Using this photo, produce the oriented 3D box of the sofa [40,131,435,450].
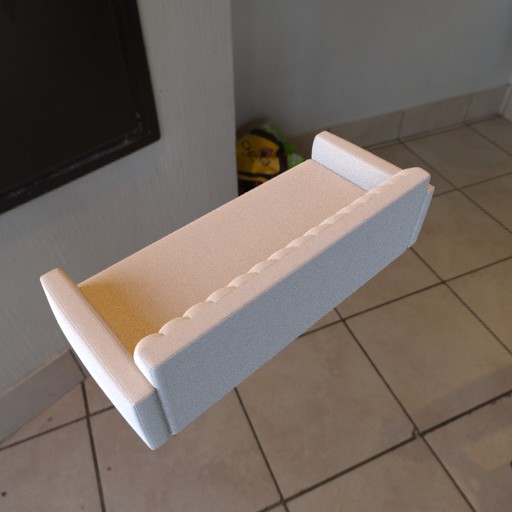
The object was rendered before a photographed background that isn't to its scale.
[{"bbox_3d":[0.000,0.000,2.750,2.291,0.821,0.990,-33,54,-28],"label":"sofa"}]
